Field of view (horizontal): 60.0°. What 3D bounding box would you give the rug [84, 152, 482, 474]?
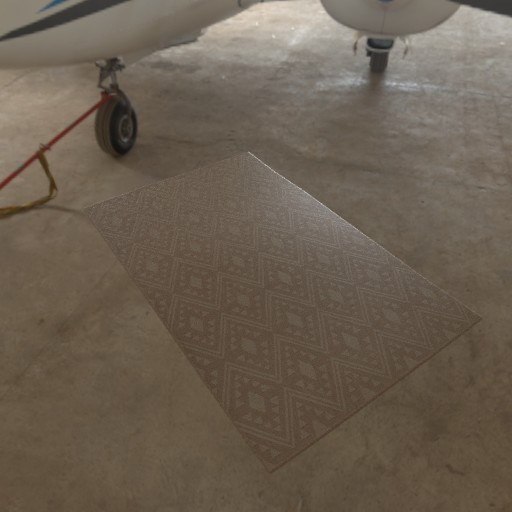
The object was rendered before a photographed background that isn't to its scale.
[{"bbox_3d":[0.000,0.000,3.004,1.553,0.053,2.430,-25,48,-25],"label":"rug"}]
